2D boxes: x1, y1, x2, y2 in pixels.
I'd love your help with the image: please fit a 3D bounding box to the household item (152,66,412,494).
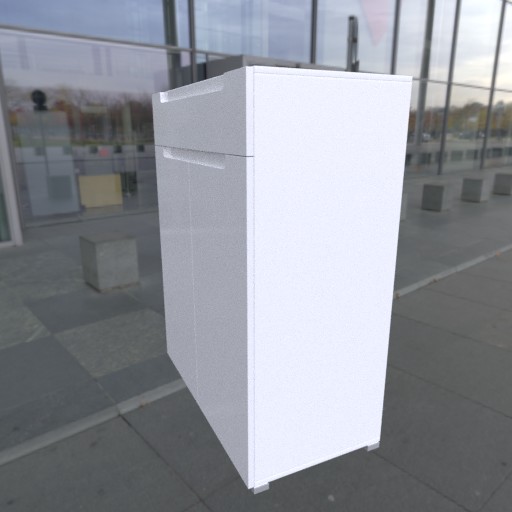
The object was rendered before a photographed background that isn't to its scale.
[{"bbox_3d":[0.000,0.000,1.412,0.420,1.010,0.790,-7,17,-25],"label":"household item"}]
